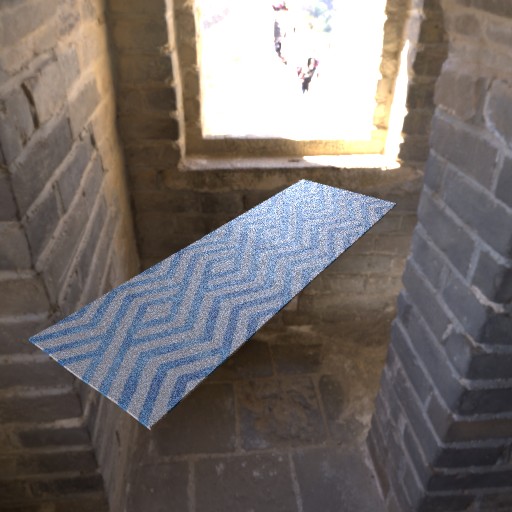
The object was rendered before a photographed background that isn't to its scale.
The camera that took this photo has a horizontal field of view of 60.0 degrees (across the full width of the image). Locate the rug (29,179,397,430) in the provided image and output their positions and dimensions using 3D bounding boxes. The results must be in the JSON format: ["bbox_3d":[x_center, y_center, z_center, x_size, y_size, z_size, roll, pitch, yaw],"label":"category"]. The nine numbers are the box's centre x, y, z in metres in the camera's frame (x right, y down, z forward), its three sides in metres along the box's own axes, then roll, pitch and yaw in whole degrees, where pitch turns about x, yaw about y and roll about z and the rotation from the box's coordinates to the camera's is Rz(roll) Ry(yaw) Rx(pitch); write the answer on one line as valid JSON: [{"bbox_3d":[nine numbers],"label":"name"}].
[{"bbox_3d":[0.000,0.000,1.638,0.503,0.007,1.492,21,37,30],"label":"rug"}]
